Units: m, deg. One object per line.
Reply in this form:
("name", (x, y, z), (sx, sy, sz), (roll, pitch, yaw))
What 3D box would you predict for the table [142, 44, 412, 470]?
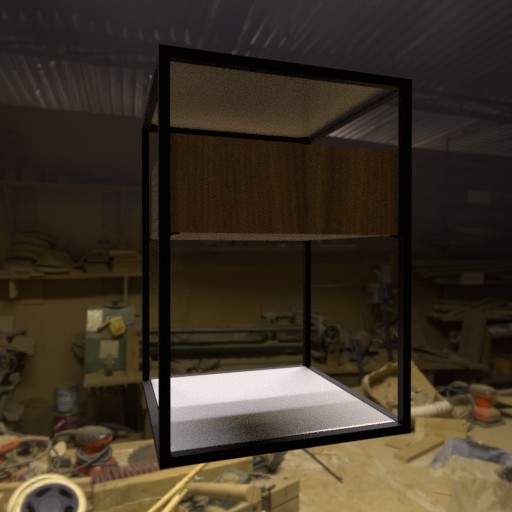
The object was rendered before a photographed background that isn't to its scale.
("table", (0.000, 0.000, 0.799), (0.378, 0.540, 0.378), (0, 1, -18))
